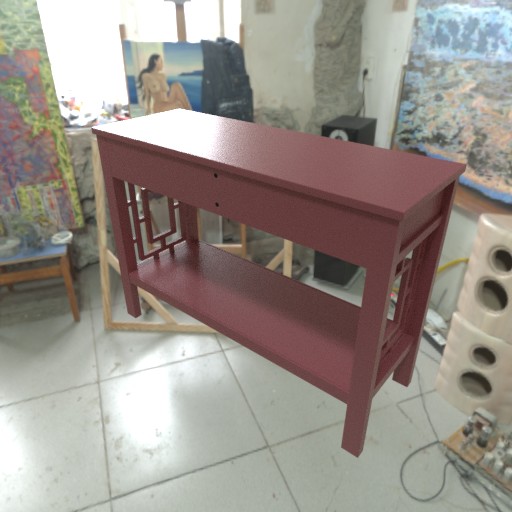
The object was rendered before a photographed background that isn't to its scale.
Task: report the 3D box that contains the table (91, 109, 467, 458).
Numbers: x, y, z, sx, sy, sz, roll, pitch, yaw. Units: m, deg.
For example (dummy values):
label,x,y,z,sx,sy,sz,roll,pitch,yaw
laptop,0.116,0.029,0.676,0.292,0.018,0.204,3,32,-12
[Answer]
label,x,y,z,sx,sy,sz,roll,pitch,yaw
table,0.000,0.000,1.470,1.068,0.753,0.397,22,36,34
